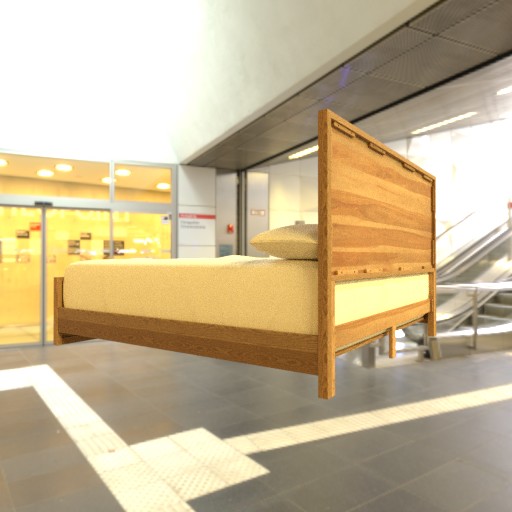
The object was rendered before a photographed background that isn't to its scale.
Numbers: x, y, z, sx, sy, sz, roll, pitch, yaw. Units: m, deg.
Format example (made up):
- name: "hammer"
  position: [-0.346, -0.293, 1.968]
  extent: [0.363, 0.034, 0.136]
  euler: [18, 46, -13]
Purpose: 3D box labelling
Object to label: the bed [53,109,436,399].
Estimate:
- name: "bed"
  position: [0.000, 0.000, 3.420]
  extent: [2.184, 1.295, 2.013]
  euler: [0, 0, 35]
